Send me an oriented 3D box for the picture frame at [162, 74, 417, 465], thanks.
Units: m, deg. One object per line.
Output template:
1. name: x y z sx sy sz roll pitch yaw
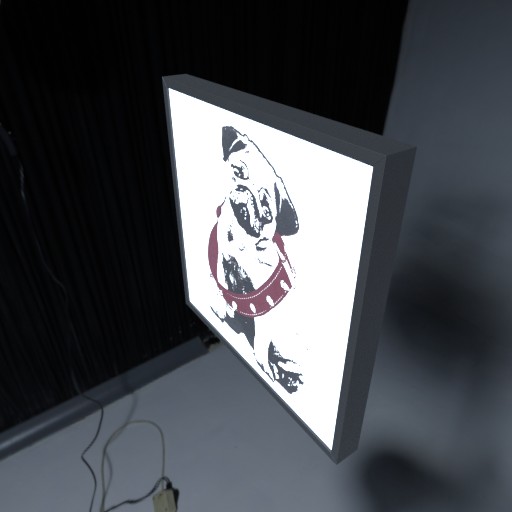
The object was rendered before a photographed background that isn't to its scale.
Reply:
1. picture frame: 0.000 0.000 0.473 0.030 0.317 0.317 -21 38 -29
